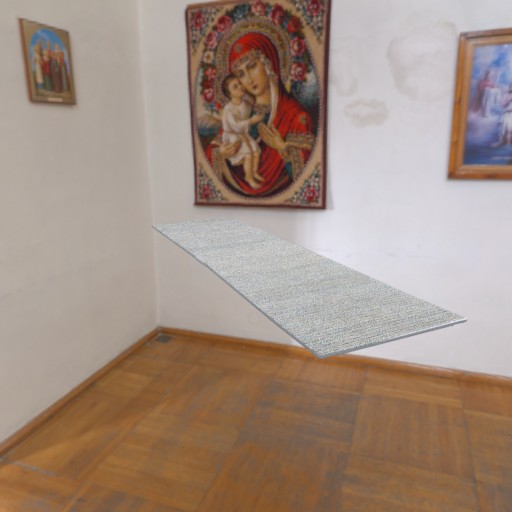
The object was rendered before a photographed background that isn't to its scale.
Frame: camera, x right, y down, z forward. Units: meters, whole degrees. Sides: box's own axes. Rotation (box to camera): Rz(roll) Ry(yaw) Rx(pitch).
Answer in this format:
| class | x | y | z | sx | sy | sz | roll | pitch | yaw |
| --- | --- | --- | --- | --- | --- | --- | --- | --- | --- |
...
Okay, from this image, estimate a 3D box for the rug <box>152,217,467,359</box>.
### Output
| class | x | y | z | sx | sy | sz | roll | pitch | yaw |
| --- | --- | --- | --- | --- | --- | --- | --- | --- | --- |
| rug | 0.000 | 0.000 | 2.566 | 0.675 | 0.037 | 2.341 | -7 | 17 | -25 |
